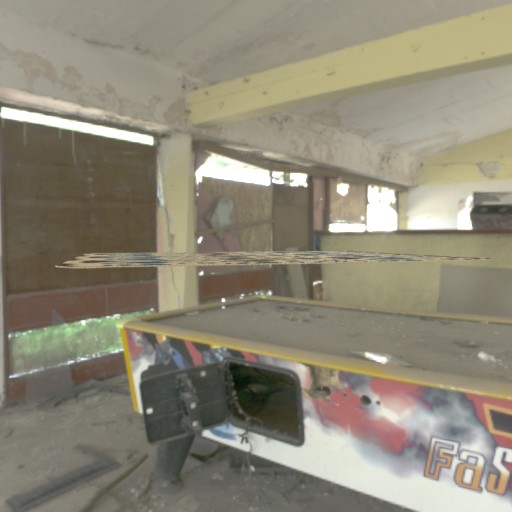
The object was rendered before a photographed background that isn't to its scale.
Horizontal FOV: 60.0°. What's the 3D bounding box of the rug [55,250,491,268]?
[{"bbox_3d":[0.000,0.000,4.248,3.228,0.024,2.443,-1,2,-17],"label":"rug"}]
